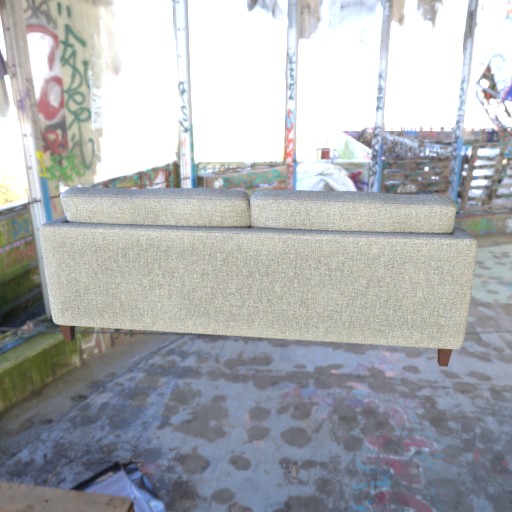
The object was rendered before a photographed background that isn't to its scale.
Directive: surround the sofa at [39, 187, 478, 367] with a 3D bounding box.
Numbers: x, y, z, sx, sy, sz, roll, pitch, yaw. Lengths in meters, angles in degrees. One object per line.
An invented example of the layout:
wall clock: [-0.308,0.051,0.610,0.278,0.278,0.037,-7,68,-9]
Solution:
sofa: [0.000,0.000,2.907,2.434,0.951,0.948,2,17,7]
